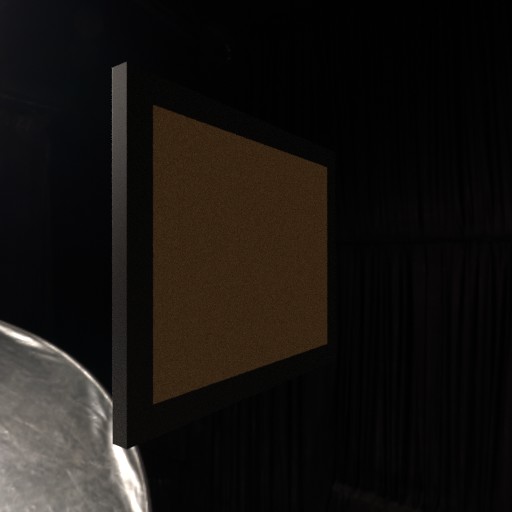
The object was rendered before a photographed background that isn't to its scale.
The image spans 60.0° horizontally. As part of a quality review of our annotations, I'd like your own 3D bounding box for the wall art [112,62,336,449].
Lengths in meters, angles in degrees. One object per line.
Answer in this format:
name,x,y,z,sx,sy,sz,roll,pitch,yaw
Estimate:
wall art,0.000,0.000,0.760,0.028,0.460,0.561,0,0,36
